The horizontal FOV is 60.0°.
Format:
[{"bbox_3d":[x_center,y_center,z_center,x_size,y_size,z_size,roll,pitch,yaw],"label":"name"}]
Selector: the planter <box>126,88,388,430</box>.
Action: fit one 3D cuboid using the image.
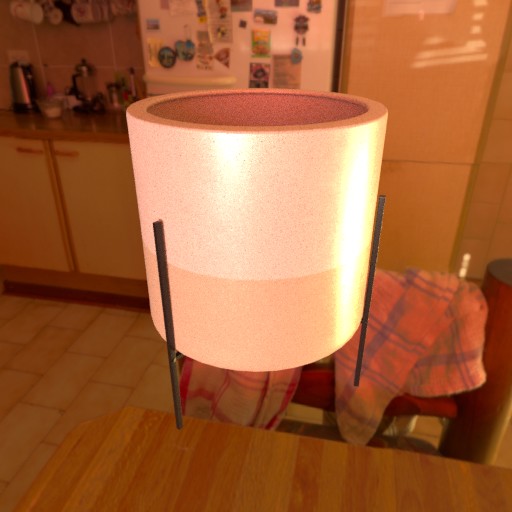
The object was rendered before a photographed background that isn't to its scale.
[{"bbox_3d":[0.000,0.000,0.735,0.359,0.484,0.368,-8,29,-16],"label":"planter"}]
